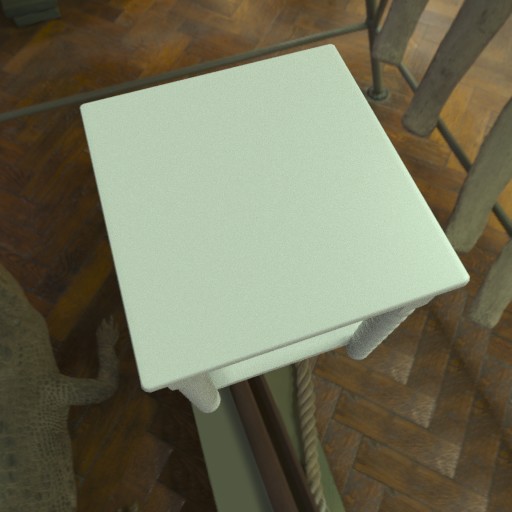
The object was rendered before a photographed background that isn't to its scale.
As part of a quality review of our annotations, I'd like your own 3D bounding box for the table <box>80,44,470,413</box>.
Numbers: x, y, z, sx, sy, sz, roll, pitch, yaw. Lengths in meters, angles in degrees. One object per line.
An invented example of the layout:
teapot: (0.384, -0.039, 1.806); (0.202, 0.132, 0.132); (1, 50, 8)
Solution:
table: (0.000, 0.000, 0.984); (0.500, 0.563, 0.533); (-17, 66, -8)
